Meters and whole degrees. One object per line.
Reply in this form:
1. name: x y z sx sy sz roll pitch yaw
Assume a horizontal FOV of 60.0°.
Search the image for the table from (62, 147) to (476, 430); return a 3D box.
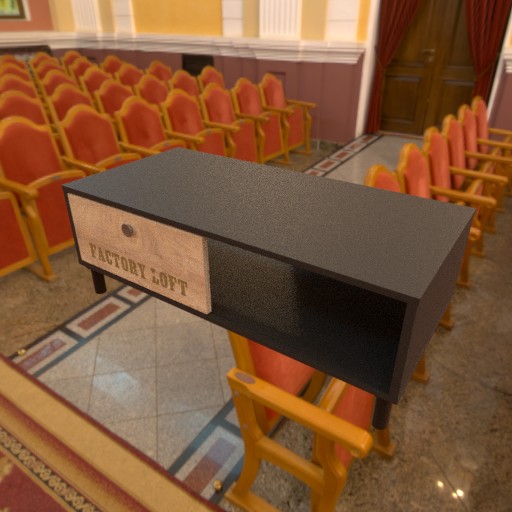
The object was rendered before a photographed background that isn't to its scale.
1. table: 0.000 0.000 1.389 1.100 0.400 0.550 18 34 29
